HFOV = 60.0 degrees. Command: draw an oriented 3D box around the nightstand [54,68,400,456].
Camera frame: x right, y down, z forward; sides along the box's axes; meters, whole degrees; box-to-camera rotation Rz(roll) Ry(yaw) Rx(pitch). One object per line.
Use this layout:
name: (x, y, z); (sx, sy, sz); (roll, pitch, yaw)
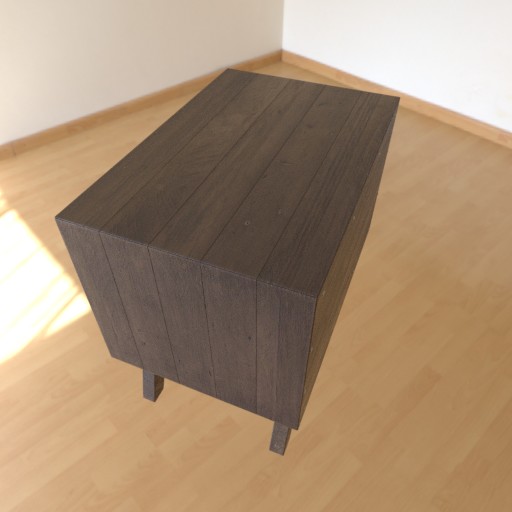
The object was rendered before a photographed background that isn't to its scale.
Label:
nightstand: (0.000, 0.000, 1.070); (0.450, 0.599, 0.650); (16, 47, 16)
